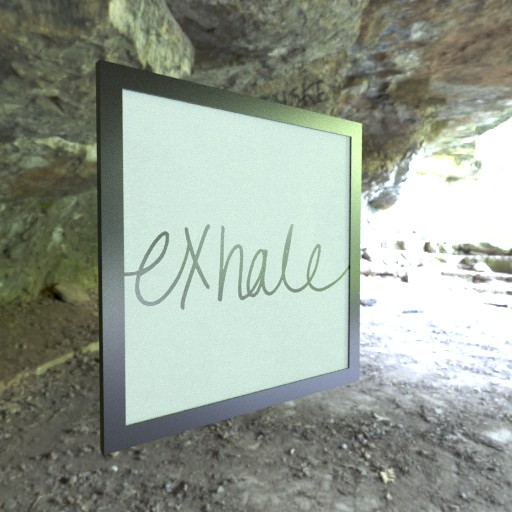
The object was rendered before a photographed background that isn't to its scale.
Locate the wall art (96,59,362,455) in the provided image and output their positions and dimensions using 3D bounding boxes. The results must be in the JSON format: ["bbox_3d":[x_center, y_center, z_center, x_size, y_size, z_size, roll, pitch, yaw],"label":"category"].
[{"bbox_3d":[0.000,0.000,0.638,0.446,0.445,0.014,-2,3,-37],"label":"wall art"}]
